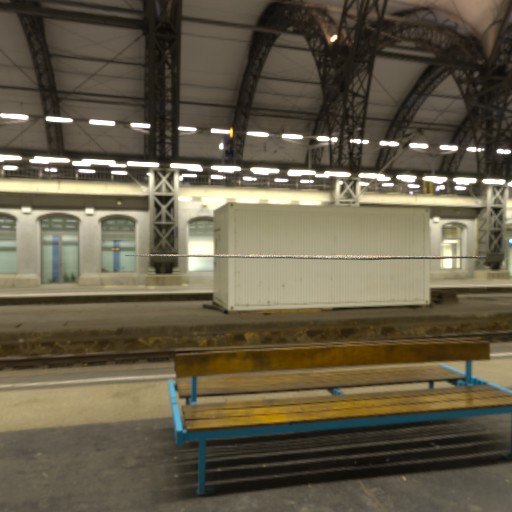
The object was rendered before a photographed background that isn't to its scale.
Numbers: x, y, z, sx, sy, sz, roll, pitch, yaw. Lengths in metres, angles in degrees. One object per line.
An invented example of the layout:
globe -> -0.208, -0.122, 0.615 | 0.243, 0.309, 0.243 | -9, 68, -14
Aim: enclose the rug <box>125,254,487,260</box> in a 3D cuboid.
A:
rug -> 0.000, 0.000, 2.753 | 0.801, 0.010, 2.459 | 0, 1, -36
